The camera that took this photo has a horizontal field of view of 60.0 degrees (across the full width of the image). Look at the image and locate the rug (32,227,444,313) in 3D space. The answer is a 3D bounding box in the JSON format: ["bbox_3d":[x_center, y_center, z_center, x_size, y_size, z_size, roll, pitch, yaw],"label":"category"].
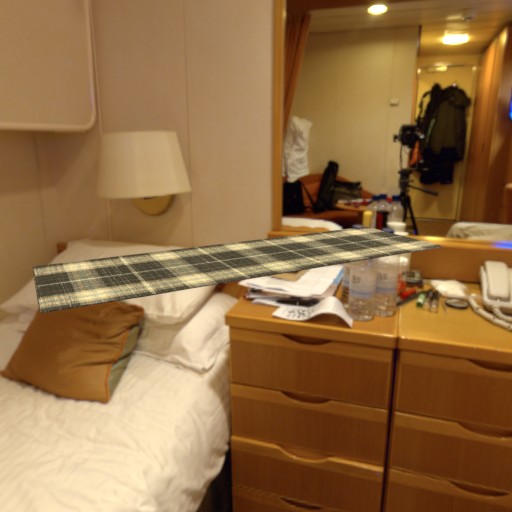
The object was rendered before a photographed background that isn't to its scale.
[{"bbox_3d":[0.000,0.000,2.707,2.434,0.012,0.760,-8,17,-27],"label":"rug"}]
